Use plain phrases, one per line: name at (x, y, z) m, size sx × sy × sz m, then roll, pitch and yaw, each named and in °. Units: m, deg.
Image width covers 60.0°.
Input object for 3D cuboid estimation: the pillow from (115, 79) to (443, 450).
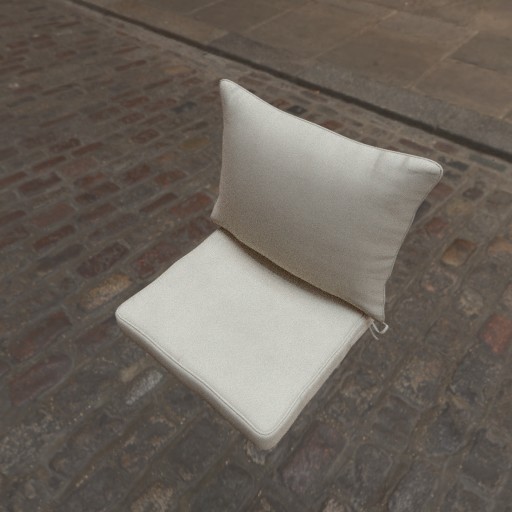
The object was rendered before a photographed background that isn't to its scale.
pillow at (0.000, 0.000, 1.385) m, size 0.798 × 0.716 × 0.733 m, roll 31°, pitch 55°, yaw 26°
